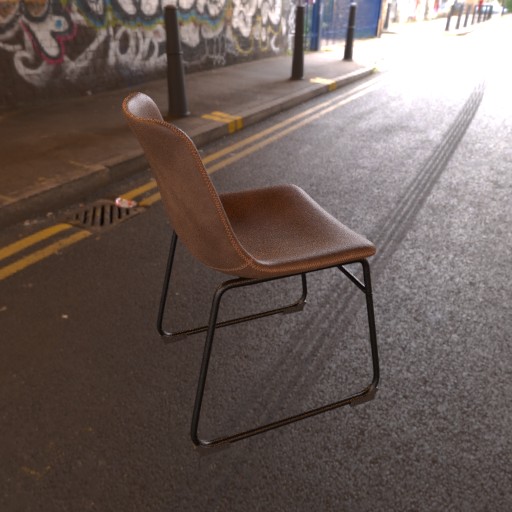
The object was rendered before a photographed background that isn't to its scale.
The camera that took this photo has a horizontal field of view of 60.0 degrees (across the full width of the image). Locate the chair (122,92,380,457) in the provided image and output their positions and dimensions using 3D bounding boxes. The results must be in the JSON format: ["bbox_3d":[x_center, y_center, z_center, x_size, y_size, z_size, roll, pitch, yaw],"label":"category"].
[{"bbox_3d":[0.000,0.000,1.134,0.551,0.780,0.460,-11,32,-18],"label":"chair"}]
